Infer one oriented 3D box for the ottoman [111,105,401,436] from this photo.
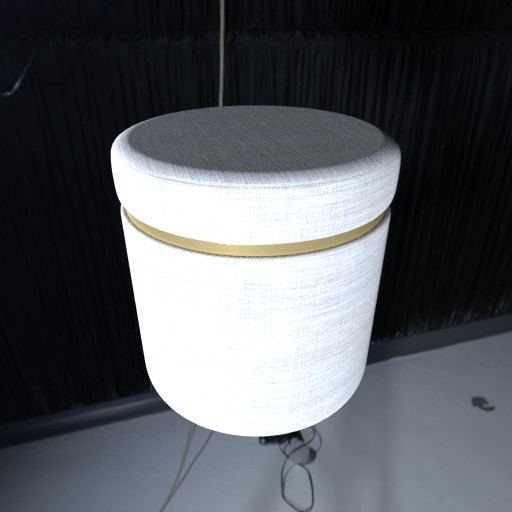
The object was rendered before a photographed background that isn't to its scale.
[{"bbox_3d":[0.000,0.000,0.724,0.400,0.406,0.400,0,30,0],"label":"ottoman"}]
